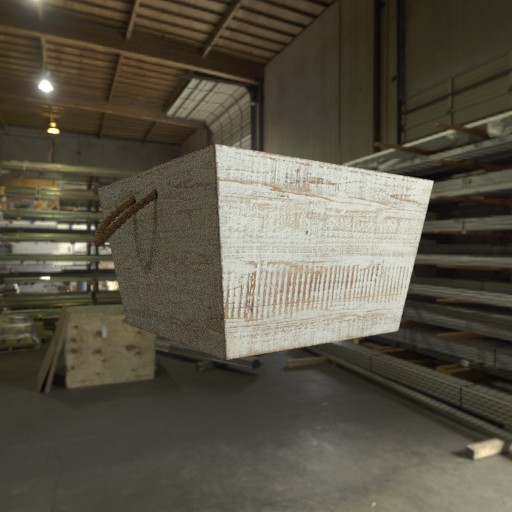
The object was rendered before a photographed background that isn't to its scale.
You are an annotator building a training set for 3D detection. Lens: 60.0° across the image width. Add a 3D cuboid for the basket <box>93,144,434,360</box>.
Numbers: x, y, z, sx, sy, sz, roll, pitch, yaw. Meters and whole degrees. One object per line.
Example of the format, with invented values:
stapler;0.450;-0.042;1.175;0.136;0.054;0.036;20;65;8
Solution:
basket;0.000;0.000;0.764;0.545;0.247;0.413;0;0;-36
